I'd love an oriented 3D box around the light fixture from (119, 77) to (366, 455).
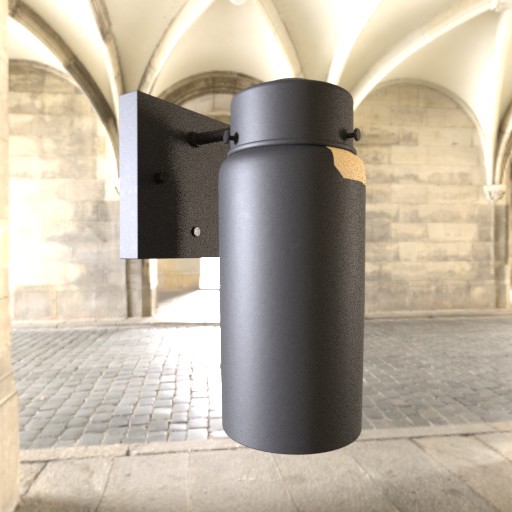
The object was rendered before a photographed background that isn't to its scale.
[{"bbox_3d":[0.000,0.000,0.357,0.176,0.257,0.130,0,1,35],"label":"light fixture"}]
